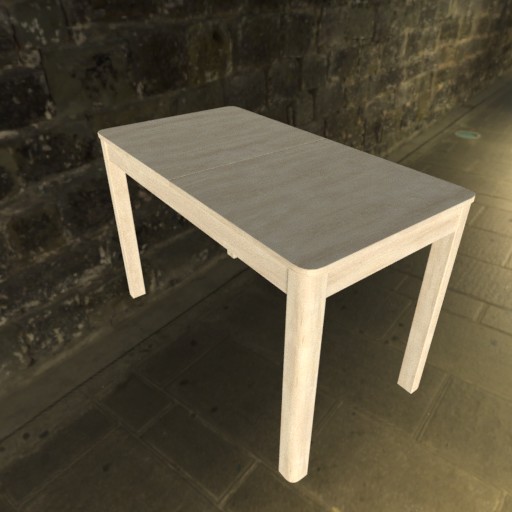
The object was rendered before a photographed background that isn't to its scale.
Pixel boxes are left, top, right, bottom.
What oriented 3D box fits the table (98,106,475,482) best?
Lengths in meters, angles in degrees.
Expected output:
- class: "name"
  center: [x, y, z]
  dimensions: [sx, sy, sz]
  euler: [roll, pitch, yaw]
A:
- class: "table"
  center: [0.000, 0.000, 1.939]
  dimensions: [0.750, 0.900, 1.400]
  euler: [-22, 39, -30]
